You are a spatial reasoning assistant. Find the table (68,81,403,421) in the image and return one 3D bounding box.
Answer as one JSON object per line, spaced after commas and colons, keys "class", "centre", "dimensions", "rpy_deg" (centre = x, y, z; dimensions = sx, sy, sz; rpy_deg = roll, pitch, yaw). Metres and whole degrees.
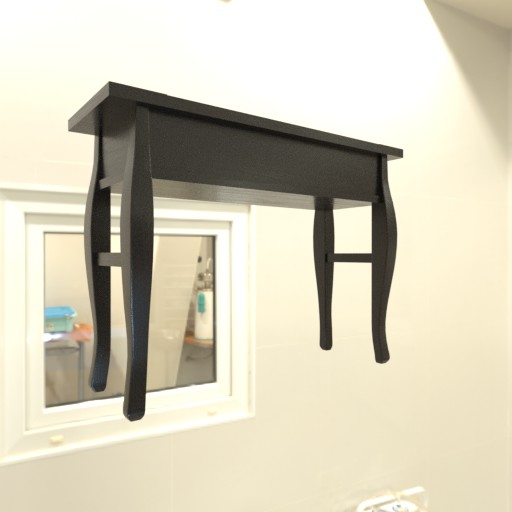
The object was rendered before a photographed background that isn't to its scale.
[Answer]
{"class": "table", "centre": [0.000, 0.000, 1.429], "dimensions": [1.062, 0.768, 0.373], "rpy_deg": [0, 0, -37]}
